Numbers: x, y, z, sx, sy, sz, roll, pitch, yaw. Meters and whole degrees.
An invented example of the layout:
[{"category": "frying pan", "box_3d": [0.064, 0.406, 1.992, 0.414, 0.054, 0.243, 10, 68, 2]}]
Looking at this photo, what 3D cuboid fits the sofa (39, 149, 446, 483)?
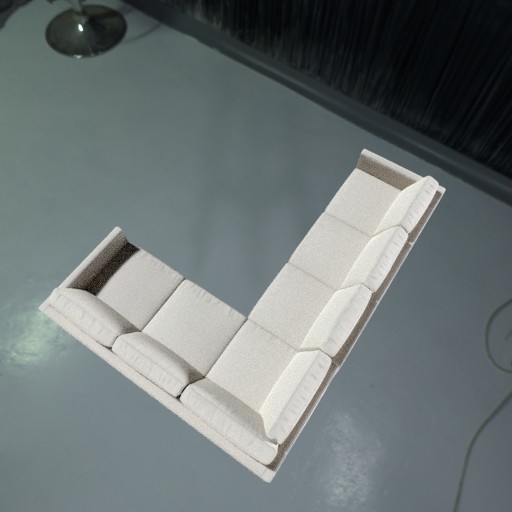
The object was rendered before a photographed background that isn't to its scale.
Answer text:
[{"category": "sofa", "box_3d": [0.000, 0.000, 4.341, 2.432, 0.871, 3.182, 31, 67, 15]}]
